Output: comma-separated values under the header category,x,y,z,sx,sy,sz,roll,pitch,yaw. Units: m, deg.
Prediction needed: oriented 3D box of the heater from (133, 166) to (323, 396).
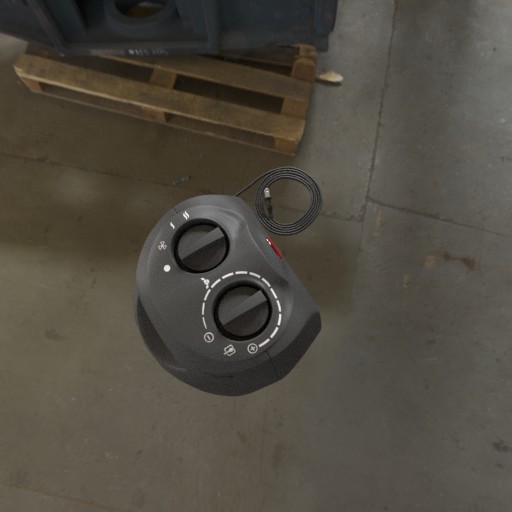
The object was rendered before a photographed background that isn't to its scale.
category,x,y,z,sx,sy,sz,roll,pitch,yaw
heater,0.000,0.000,0.472,0.291,0.240,0.239,-32,78,-8
